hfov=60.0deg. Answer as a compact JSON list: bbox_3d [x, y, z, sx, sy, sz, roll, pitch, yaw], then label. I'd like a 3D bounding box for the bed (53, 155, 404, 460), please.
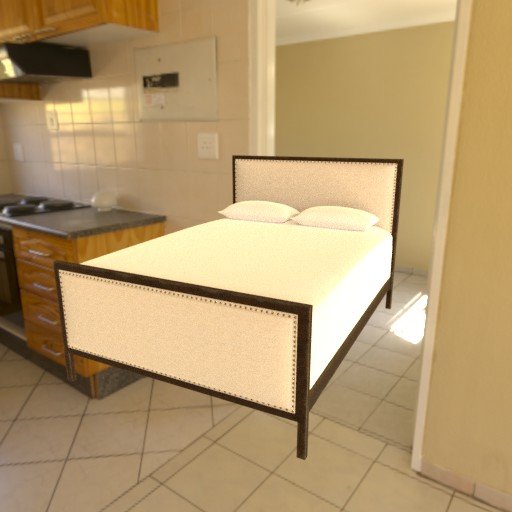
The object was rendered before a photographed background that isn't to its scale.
[{"bbox_3d":[0.000,0.000,3.218,1.607,1.313,2.221,8,17,26],"label":"bed"}]
